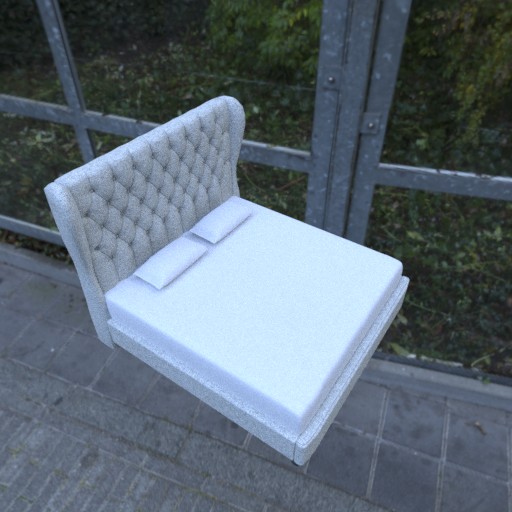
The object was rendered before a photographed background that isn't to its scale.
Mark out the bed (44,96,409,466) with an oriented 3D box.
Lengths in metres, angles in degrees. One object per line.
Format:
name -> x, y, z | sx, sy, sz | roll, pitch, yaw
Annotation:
bed -> 0.000, 0.000, 3.973 | 2.347, 1.771, 2.219 | 24, 47, 25
